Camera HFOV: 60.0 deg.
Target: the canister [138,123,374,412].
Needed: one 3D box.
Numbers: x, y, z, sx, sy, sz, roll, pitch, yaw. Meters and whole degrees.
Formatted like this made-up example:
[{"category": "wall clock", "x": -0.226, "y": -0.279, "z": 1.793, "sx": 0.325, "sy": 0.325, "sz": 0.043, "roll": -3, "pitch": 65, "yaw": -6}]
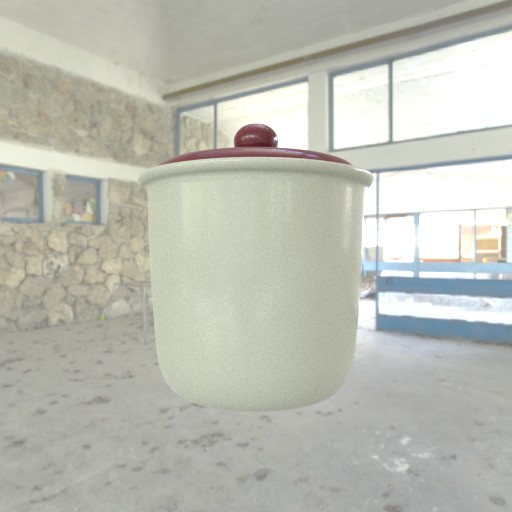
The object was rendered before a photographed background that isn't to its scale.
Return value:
[{"category": "canister", "x": 0.000, "y": 0.000, "z": 0.353, "sx": 0.182, "sy": 0.208, "sz": 0.182, "roll": 0, "pitch": 0, "yaw": 0}]
